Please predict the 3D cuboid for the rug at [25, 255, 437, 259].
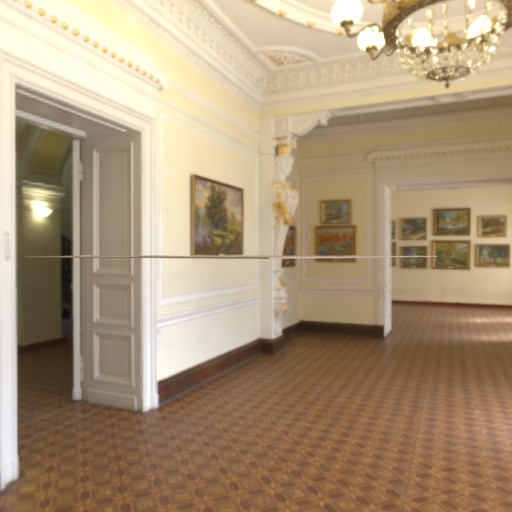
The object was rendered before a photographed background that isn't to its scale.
[{"bbox_3d":[0.000,0.000,4.114,2.448,0.021,3.051,0,0,37],"label":"rug"}]
